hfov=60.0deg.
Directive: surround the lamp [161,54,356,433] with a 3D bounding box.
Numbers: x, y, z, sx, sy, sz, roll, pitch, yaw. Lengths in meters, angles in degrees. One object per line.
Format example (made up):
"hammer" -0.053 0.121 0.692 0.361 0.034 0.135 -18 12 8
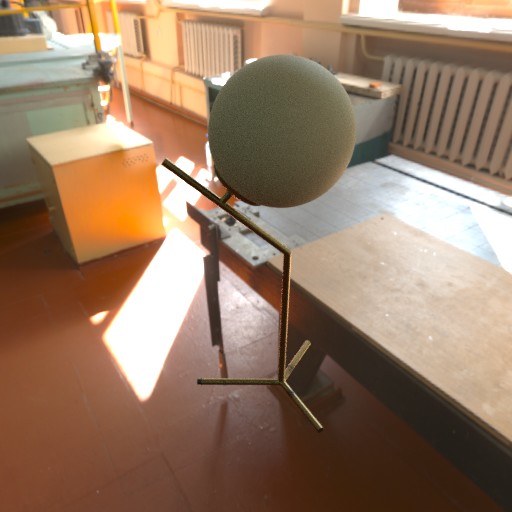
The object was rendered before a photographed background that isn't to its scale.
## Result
"lamp" 0.000 0.000 0.663 0.251 0.552 0.210 0 32 0
